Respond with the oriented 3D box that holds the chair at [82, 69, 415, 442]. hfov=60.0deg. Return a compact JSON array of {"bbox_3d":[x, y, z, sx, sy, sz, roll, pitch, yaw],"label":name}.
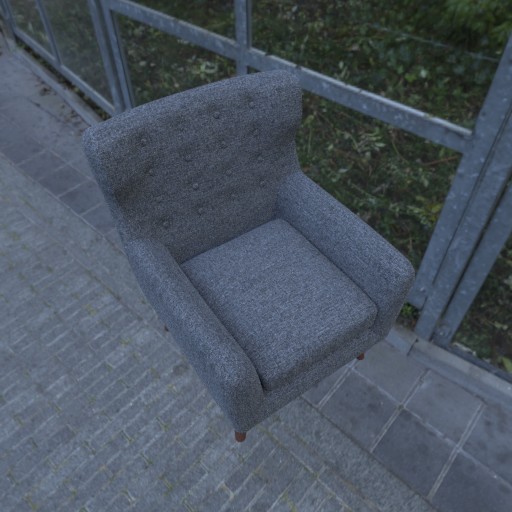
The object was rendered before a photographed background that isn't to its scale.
[{"bbox_3d":[0.000,0.000,1.777,0.889,1.039,0.940,-26,52,-23],"label":"chair"}]
